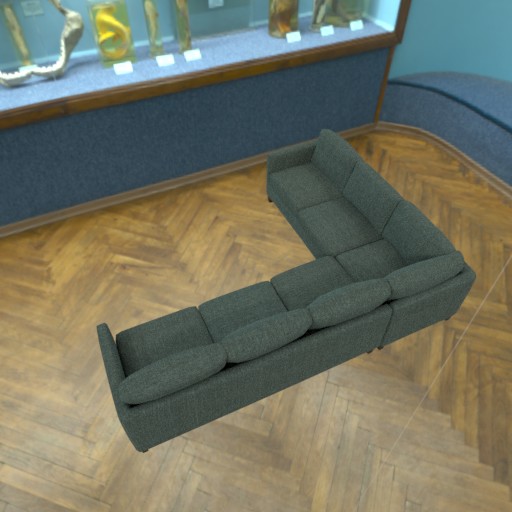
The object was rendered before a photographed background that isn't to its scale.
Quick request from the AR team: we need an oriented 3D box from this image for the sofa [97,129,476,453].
[{"bbox_3d":[0.000,0.000,4.517,3.302,0.947,2.593,-19,50,-17],"label":"sofa"}]
